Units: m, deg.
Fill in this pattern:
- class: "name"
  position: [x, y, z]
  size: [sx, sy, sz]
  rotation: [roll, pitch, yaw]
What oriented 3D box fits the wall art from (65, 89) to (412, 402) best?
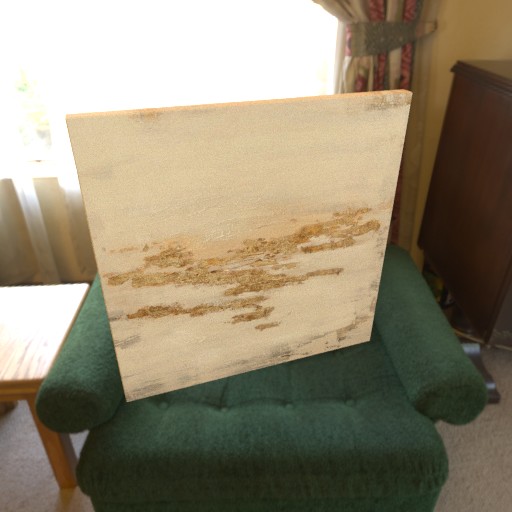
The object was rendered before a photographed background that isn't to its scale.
- class: "wall art"
  position: [0.000, 0.000, 1.126]
  size: [0.753, 0.755, 0.038]
  rotation: [-10, 32, -16]
